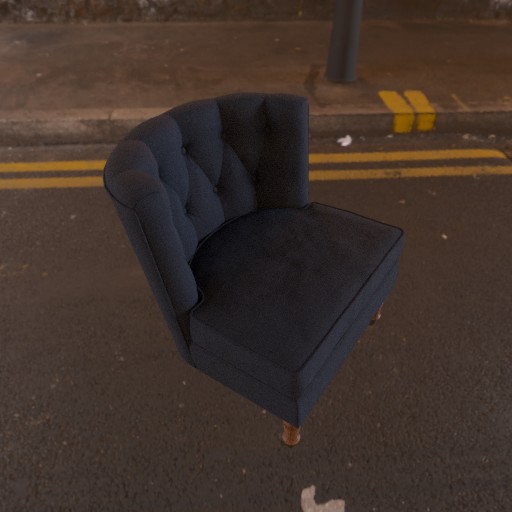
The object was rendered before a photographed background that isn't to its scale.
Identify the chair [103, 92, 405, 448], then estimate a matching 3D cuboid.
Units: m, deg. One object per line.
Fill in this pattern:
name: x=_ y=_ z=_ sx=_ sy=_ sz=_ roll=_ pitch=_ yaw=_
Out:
chair: x=0.000 y=0.000 z=1.367 sx=0.718 sy=0.771 sz=0.740 roll=24 pitch=46 yaw=26
